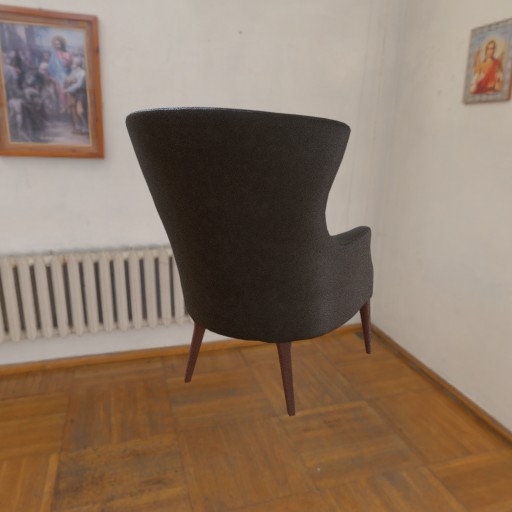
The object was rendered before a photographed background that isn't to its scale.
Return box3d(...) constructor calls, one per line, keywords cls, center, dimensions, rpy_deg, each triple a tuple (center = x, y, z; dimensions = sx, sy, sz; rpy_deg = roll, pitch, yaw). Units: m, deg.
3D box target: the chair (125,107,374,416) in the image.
box3d(cls="chair", center=(0.000, 0.000, 1.740), dimensions=(0.819, 1.068, 0.954), rpy_deg=(8, 18, 27))
